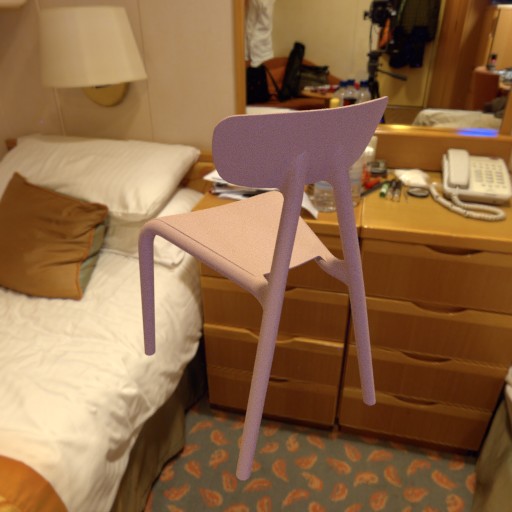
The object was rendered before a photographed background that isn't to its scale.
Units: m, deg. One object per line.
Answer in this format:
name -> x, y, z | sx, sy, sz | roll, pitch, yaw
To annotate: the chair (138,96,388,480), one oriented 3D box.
chair -> 0.000, 0.000, 0.816 | 0.356, 0.580, 0.401 | -17, 33, -29
